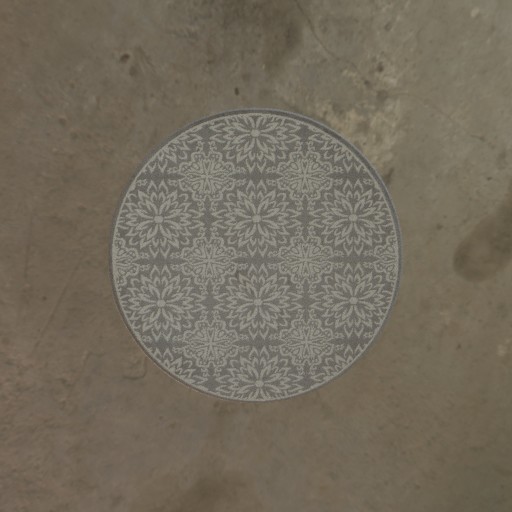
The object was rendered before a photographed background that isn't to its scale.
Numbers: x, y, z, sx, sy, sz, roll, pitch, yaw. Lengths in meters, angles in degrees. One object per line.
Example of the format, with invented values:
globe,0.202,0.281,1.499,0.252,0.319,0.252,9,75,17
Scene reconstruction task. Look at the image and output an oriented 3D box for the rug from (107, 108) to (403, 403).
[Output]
rug,0.000,0.000,2.387,1.593,0.012,1.593,0,90,-1
